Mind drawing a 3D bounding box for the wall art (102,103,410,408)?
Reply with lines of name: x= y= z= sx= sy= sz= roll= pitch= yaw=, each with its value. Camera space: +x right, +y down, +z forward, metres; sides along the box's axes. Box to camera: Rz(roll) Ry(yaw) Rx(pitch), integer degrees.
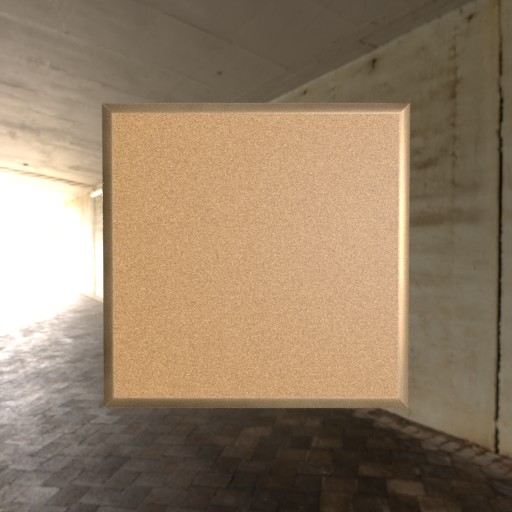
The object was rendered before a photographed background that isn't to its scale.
wall art: x=0.000 y=0.000 z=0.460 sx=0.305 sy=0.303 sz=0.038 roll=0 pitch=1 yaw=0
